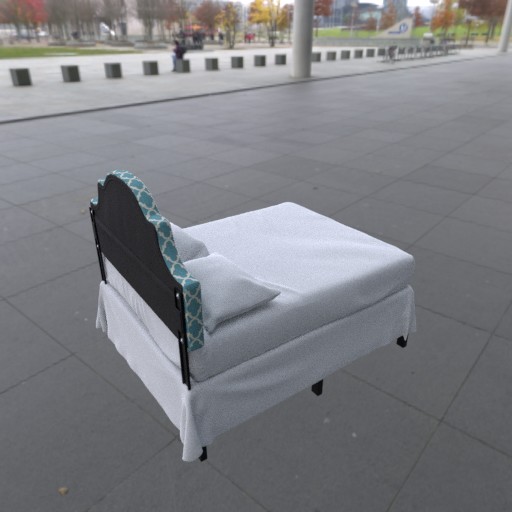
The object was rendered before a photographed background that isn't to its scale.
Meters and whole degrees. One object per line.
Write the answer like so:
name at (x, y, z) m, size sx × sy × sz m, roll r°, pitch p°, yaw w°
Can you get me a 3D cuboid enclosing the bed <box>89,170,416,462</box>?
bed at (0.000, 0.000, 3.456) m, size 2.222 × 1.633 × 1.780 m, roll -18°, pitch 32°, yaw -31°
